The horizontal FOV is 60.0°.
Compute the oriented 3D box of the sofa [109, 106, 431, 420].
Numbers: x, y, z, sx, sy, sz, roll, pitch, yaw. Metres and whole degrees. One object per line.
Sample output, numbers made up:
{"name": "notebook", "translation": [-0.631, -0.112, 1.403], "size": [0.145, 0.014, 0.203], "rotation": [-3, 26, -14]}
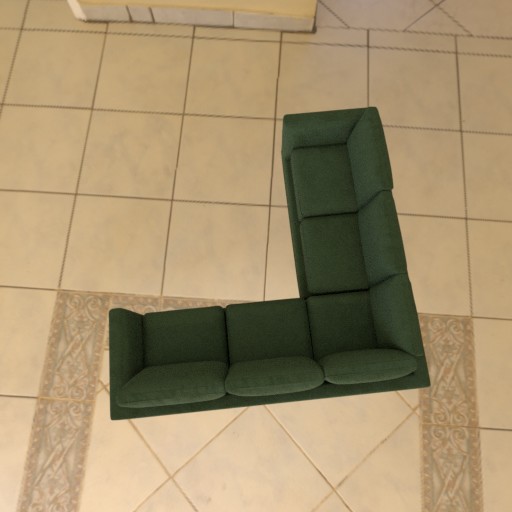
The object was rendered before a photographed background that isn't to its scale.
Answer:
{"name": "sofa", "translation": [0.000, 0.000, 3.907], "size": [2.452, 1.004, 2.468], "rotation": [-6, 75, -2]}
